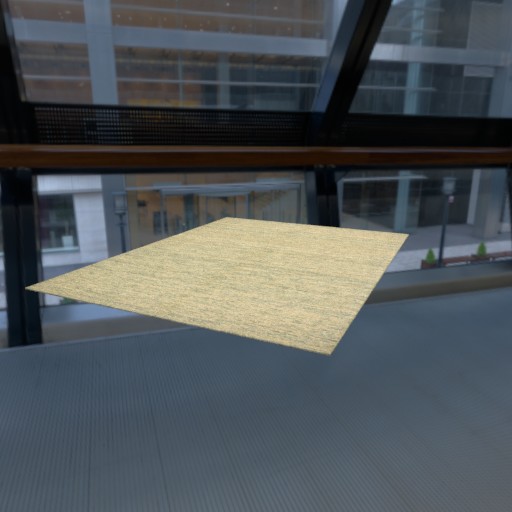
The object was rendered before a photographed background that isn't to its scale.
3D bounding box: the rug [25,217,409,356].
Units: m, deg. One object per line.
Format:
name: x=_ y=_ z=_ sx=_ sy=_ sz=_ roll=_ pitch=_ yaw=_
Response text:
rug: x=0.000 y=0.000 z=4.313 sx=2.437 sy=0.014 sz=3.201 roll=8 pitch=18 yaw=25
